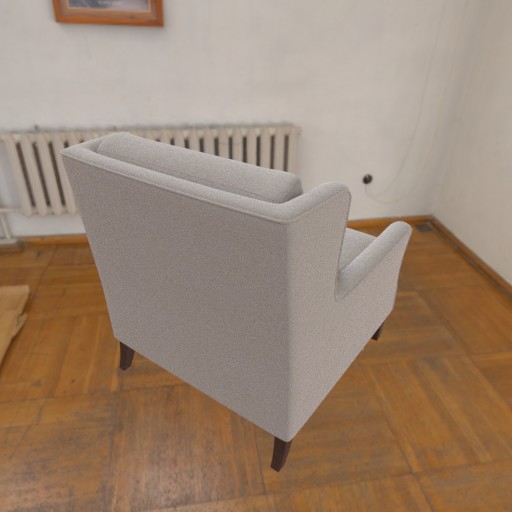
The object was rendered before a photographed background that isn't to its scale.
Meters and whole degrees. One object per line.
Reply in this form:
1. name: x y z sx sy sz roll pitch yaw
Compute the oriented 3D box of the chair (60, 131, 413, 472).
1. chair: 0.000 0.000 1.863 0.982 1.056 1.040 20 36 31
